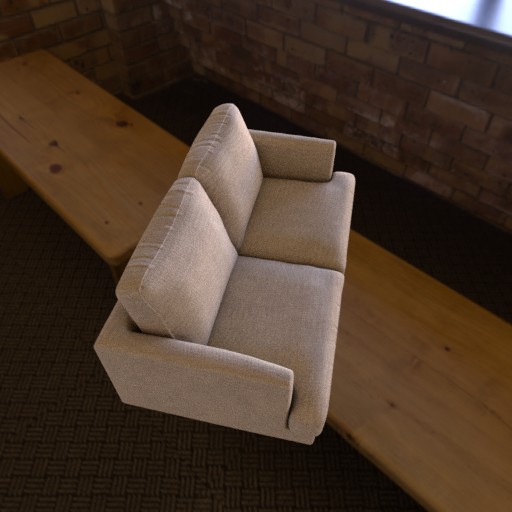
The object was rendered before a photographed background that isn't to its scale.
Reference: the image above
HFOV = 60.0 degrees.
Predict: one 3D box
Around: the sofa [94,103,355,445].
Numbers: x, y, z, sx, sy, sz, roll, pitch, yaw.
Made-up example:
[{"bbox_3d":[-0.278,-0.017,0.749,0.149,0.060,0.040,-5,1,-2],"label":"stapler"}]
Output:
[{"bbox_3d":[0.000,0.000,2.245,0.903,0.944,1.582,10,49,8],"label":"sofa"}]
